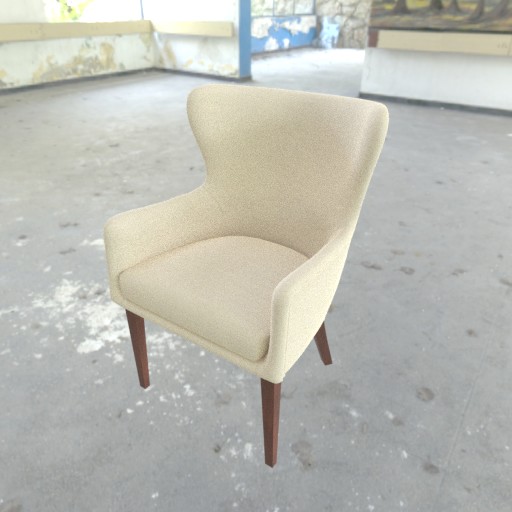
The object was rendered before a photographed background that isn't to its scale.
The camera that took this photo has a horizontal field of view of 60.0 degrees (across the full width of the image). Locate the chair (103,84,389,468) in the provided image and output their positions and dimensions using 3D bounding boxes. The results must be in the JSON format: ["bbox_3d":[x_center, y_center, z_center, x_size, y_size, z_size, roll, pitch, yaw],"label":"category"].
[{"bbox_3d":[0.000,0.000,1.486,0.696,0.990,0.744,19,35,30],"label":"chair"}]
